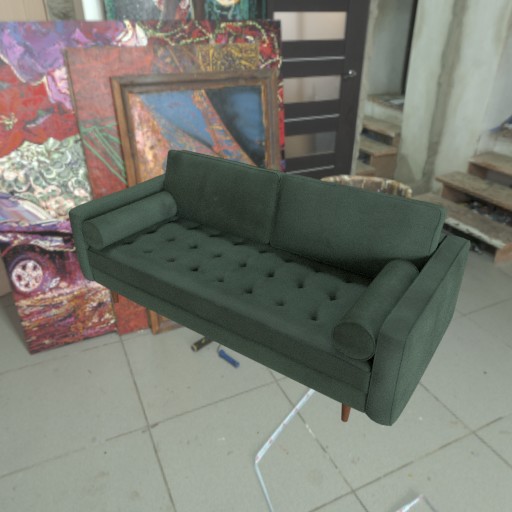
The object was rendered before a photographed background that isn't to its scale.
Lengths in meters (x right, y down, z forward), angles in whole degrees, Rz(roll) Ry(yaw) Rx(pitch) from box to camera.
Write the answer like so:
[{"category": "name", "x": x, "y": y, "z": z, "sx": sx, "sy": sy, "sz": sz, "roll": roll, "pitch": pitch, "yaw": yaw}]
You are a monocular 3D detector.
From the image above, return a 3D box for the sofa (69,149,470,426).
[{"category": "sofa", "x": 0.000, "y": 0.000, "z": 2.314, "sx": 1.880, "sy": 0.772, "sz": 0.916, "roll": 19, "pitch": 34, "yaw": 30}]
